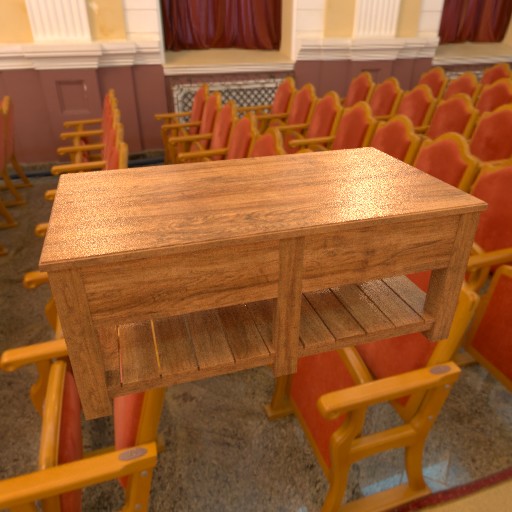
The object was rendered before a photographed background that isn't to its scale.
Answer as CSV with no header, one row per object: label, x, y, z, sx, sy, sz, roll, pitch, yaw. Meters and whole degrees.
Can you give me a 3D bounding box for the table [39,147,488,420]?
table,0.000,0.000,1.456,1.150,0.480,0.635,-8,30,-15
